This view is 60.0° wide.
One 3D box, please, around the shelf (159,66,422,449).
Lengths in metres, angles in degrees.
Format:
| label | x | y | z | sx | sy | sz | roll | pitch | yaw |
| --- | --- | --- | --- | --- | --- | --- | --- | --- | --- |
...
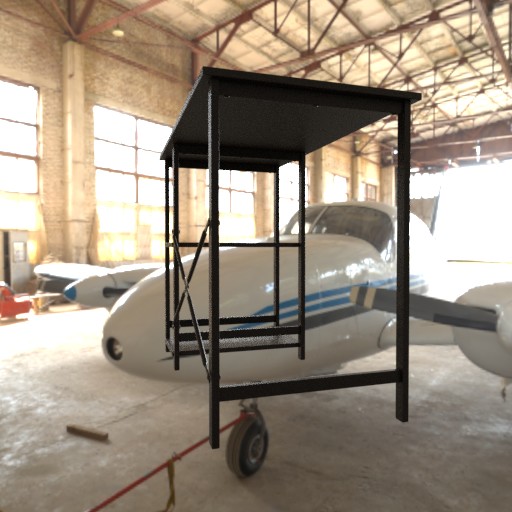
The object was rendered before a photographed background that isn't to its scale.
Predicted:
| label | x | y | z | sx | sy | sz | roll | pitch | yaw |
| --- | --- | --- | --- | --- | --- | --- | --- | --- | --- |
| shelf | 0.000 | 0.000 | 1.359 | 0.498 | 0.749 | 0.902 | 0 | 1 | -18 |
